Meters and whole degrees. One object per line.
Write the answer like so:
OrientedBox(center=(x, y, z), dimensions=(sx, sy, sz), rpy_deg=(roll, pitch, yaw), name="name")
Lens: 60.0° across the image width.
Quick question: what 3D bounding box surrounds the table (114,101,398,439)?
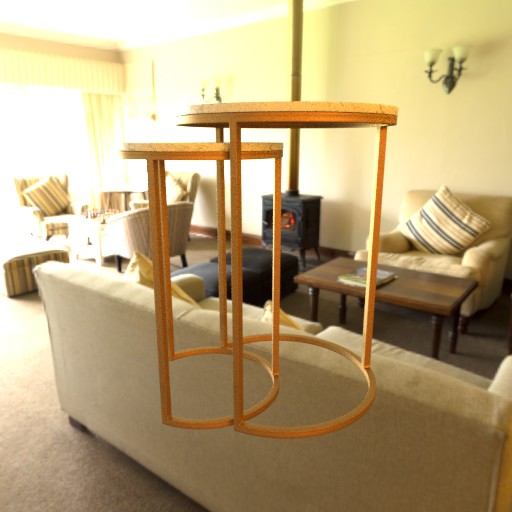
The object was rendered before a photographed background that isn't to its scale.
OrientedBox(center=(0.000, 0.000, 0.877), dimensions=(0.507, 0.550, 0.400), rpy_deg=(-2, 15, -8), name="table")
